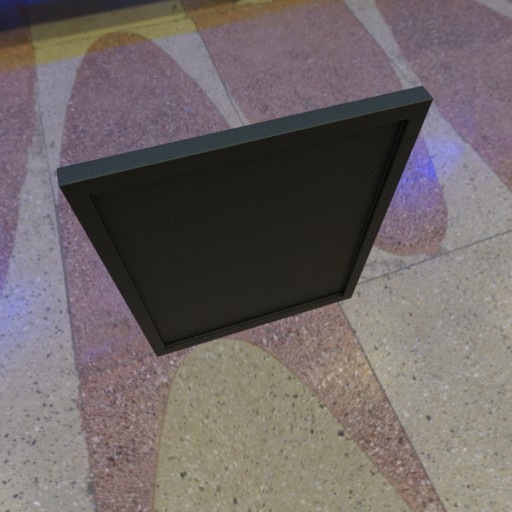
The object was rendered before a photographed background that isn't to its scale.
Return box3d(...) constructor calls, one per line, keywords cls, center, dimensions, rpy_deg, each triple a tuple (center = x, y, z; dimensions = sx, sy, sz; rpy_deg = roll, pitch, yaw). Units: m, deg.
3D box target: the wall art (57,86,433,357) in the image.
box3d(cls="wall art", center=(0.000, 0.000, 0.759), dimensions=(0.457, 0.559, 0.028), rpy_deg=(-16, 60, -9))
